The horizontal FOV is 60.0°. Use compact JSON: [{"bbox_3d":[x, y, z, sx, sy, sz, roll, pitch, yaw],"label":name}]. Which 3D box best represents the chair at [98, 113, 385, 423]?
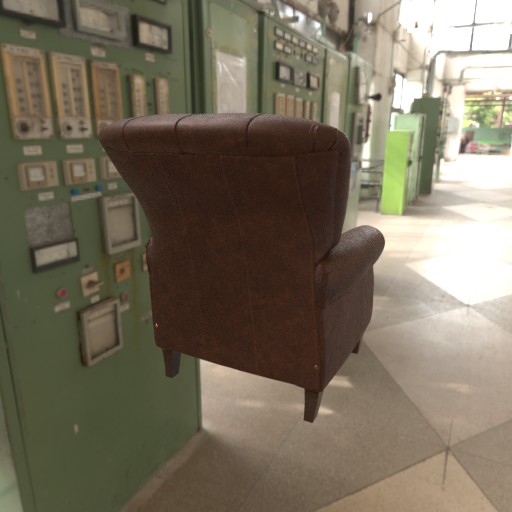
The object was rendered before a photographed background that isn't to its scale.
[{"bbox_3d":[0.000,0.000,1.932,0.979,1.162,1.031,8,18,27],"label":"chair"}]
